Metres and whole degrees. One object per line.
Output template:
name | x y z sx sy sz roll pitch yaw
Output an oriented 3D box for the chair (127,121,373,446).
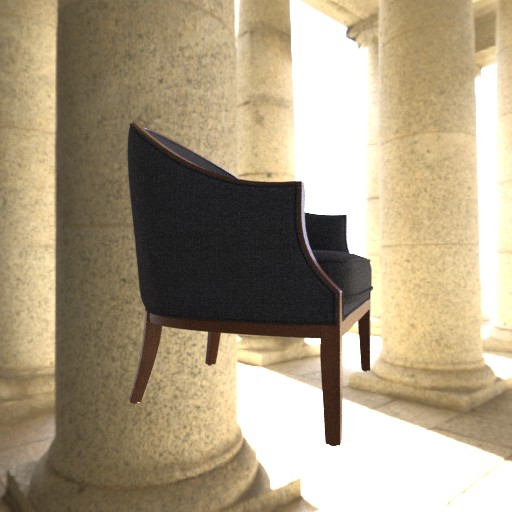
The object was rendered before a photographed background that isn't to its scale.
chair | 0.000 0.000 1.470 0.735 0.876 0.803 0 -1 19
